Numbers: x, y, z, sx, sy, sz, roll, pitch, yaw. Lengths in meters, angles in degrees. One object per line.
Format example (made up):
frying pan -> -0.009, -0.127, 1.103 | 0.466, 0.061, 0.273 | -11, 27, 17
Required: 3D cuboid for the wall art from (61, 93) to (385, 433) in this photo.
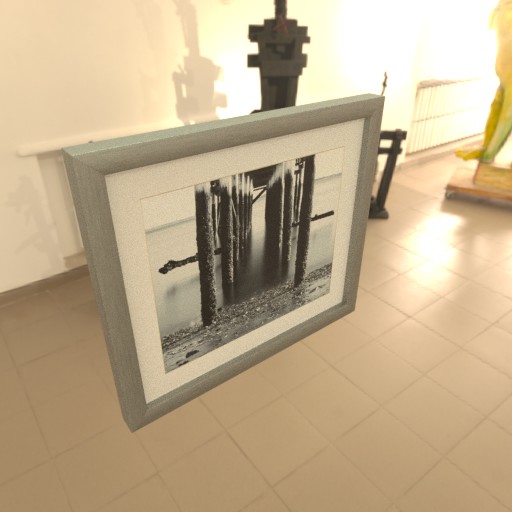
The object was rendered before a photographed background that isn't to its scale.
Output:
wall art -> 0.000, 0.000, 0.536 | 0.380, 0.330, 0.028 | -21, 37, -31
